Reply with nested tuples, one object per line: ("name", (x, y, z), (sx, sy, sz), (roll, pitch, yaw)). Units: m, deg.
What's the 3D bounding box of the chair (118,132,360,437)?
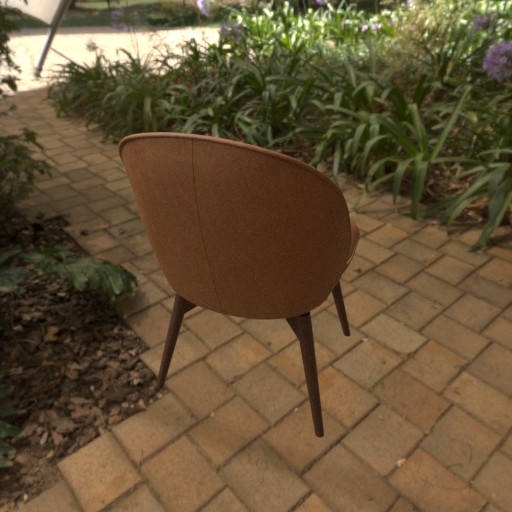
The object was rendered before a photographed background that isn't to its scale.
("chair", (0.000, 0.000, 1.206), (0.521, 0.831, 0.631), (11, 33, 17))
